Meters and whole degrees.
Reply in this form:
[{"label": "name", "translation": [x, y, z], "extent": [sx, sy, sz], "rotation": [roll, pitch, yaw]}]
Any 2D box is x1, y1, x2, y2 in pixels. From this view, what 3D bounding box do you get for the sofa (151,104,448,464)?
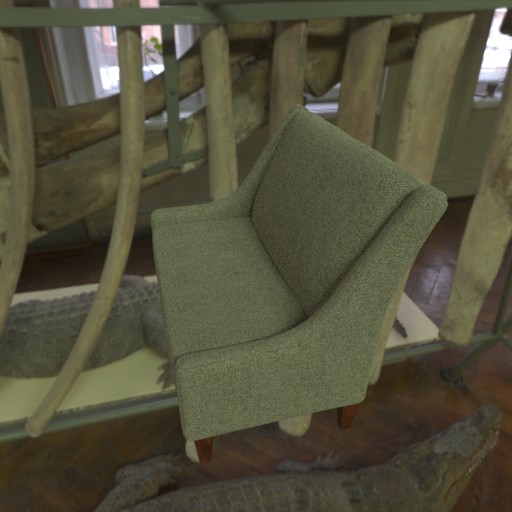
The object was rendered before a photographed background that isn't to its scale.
[{"label": "sofa", "translation": [0.000, 0.000, 1.958], "extent": [0.870, 1.021, 1.242], "rotation": [-8, 32, -13]}]
